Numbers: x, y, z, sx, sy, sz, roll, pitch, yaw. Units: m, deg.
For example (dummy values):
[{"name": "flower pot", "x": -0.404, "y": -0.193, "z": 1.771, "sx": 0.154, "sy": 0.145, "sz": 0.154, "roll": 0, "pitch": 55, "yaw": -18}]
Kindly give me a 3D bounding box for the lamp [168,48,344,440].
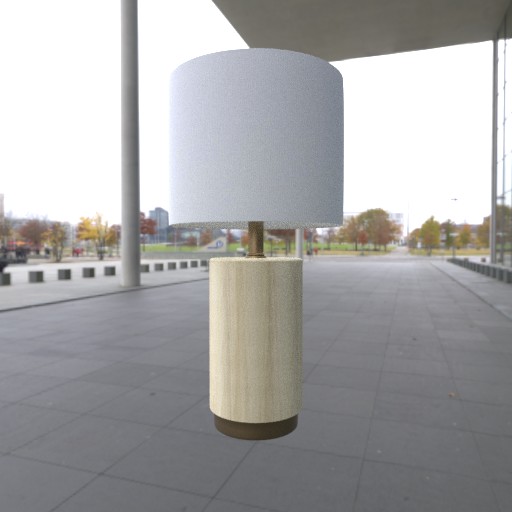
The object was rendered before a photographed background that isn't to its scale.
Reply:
[{"name": "lamp", "x": 0.000, "y": 0.000, "z": 0.586, "sx": 0.228, "sy": 0.444, "sz": 0.228, "roll": 1, "pitch": 1, "yaw": 34}]
